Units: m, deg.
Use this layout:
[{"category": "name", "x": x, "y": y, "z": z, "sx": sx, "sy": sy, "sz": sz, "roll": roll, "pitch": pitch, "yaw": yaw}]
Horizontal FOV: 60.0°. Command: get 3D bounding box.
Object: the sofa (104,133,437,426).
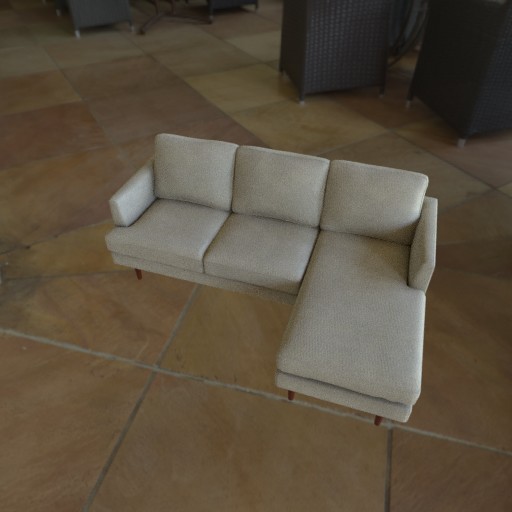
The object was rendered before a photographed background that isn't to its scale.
[{"category": "sofa", "x": 0.000, "y": 0.000, "z": 3.007, "sx": 2.233, "sy": 0.956, "sz": 1.504, "roll": 12, "pitch": 43, "yaw": 14}]
